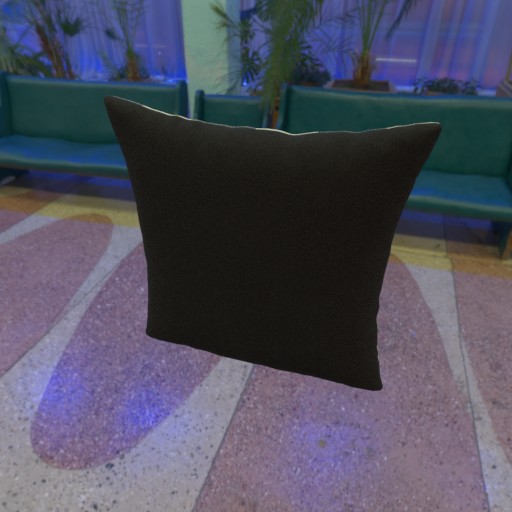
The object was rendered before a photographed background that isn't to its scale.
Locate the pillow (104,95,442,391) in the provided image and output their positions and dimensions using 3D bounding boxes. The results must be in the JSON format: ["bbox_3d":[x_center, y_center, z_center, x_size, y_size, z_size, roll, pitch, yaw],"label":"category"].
[{"bbox_3d":[0.000,0.000,0.778,0.511,0.509,0.161,10,34,15],"label":"pillow"}]
